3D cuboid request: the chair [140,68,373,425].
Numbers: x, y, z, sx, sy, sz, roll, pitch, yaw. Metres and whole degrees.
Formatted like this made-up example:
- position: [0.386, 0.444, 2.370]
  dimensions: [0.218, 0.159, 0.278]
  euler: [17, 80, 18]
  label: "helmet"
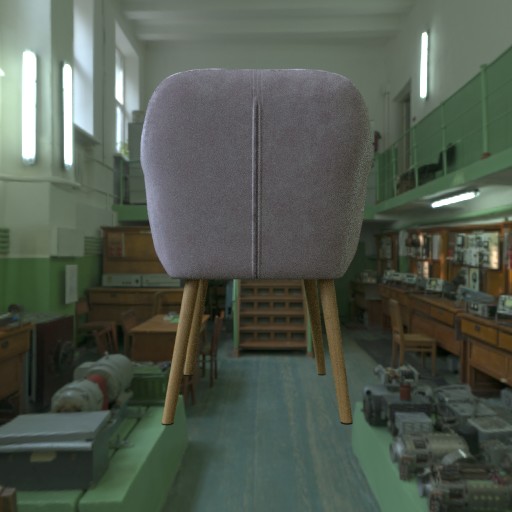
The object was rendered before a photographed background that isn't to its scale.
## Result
- position: [0.000, 0.000, 1.256]
  dimensions: [0.610, 0.832, 0.570]
  euler: [0, 1, -1]
  label: "chair"
